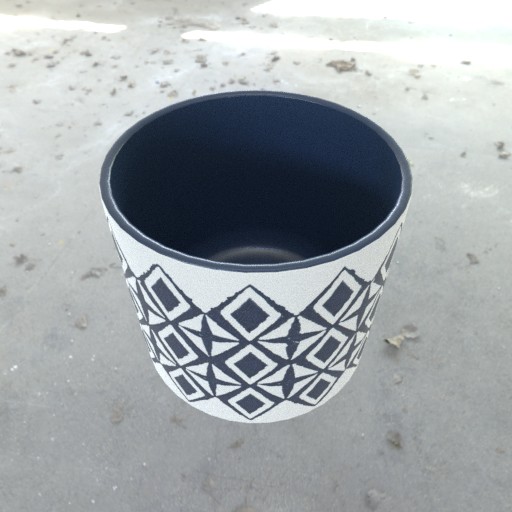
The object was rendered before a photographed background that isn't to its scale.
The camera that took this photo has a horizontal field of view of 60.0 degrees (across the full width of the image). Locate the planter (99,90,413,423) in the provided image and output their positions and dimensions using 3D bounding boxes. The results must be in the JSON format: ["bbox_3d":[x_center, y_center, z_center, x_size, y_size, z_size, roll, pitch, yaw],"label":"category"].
[{"bbox_3d":[0.000,0.000,0.395,0.224,0.203,0.224,0,46,0],"label":"planter"}]
